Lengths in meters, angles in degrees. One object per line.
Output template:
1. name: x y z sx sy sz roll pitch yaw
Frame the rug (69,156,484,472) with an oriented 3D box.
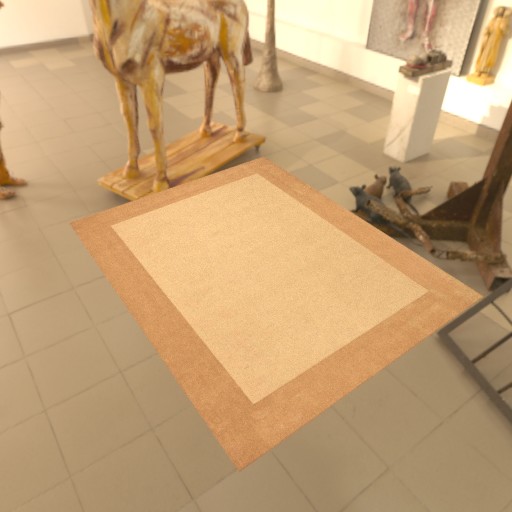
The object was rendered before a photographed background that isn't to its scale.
1. rug: 0.000 0.000 4.061 2.438 0.014 3.048 -25 46 -27
